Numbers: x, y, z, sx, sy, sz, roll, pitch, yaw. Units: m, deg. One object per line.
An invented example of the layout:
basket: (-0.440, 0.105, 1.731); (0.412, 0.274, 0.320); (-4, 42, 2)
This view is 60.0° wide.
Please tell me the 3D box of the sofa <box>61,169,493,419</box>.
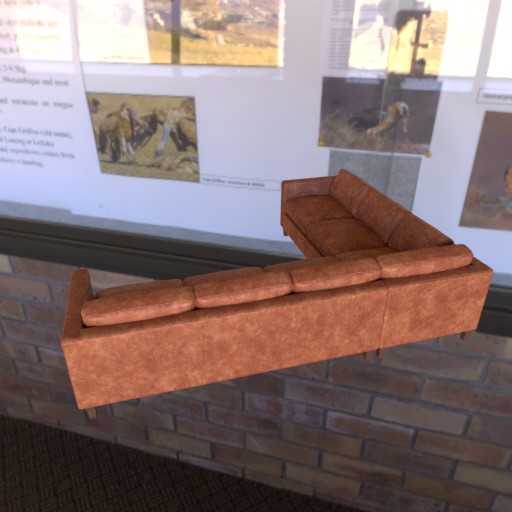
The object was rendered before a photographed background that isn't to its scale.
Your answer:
sofa: (0.000, 0.000, 4.203); (3.150, 0.838, 2.438); (-8, 30, -14)
